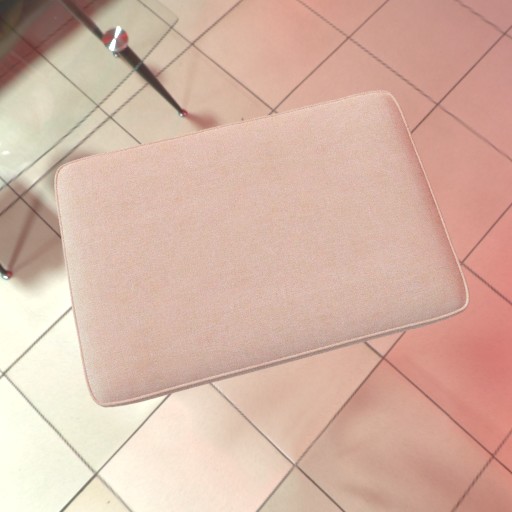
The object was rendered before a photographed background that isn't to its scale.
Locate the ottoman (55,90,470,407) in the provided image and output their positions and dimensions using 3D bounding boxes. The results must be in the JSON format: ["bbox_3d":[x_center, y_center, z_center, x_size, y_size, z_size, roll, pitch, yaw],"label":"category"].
[{"bbox_3d":[0.000,0.000,1.199,0.862,0.484,0.583,-14,76,-4],"label":"ottoman"}]
